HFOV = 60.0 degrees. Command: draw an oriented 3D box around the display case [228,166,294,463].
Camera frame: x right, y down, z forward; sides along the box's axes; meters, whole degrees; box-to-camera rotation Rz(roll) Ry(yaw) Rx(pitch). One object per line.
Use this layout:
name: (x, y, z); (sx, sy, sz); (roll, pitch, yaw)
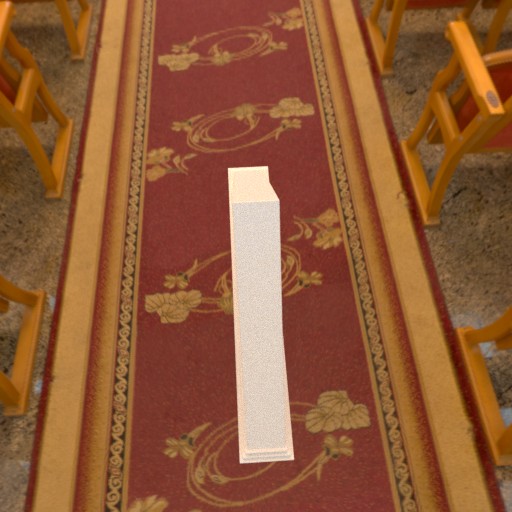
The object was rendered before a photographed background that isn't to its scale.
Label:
display case: (0.000, 0.000, 0.770); (0.095, 0.340, 0.640); (-3, 63, -2)
